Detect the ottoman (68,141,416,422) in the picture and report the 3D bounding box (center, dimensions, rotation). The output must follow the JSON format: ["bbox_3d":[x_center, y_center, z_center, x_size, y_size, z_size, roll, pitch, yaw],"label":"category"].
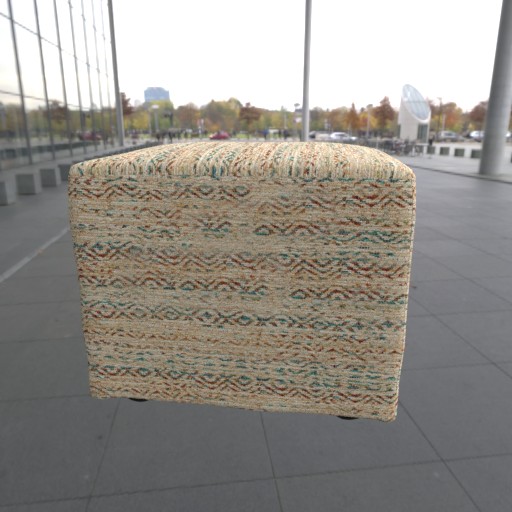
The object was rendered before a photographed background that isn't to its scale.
[{"bbox_3d":[0.000,0.000,0.911,0.521,0.453,0.512,2,16,8],"label":"ottoman"}]
